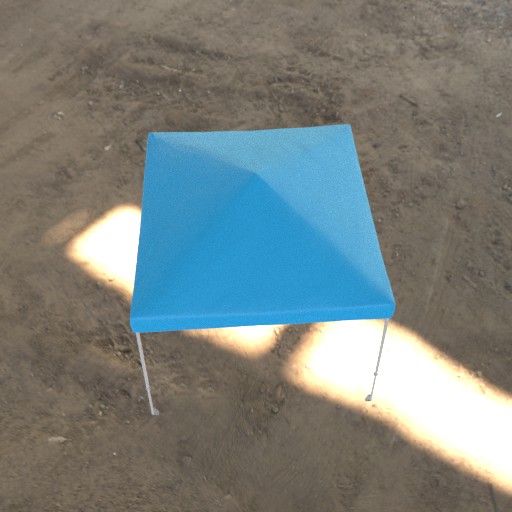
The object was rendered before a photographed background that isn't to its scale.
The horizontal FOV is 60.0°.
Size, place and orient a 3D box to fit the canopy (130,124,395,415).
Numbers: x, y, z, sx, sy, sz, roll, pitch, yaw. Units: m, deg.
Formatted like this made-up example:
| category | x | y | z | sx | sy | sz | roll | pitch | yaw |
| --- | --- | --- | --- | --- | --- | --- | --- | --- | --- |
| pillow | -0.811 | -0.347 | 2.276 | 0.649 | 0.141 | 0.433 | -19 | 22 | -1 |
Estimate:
| category | x | y | z | sx | sy | sz | roll | pitch | yaw |
| --- | --- | --- | --- | --- | --- | --- | --- | --- | --- |
| canopy | 0.000 | 0.000 | 6.675 | 3.599 | 3.600 | 3.600 | -3 | 58 | -2 |
